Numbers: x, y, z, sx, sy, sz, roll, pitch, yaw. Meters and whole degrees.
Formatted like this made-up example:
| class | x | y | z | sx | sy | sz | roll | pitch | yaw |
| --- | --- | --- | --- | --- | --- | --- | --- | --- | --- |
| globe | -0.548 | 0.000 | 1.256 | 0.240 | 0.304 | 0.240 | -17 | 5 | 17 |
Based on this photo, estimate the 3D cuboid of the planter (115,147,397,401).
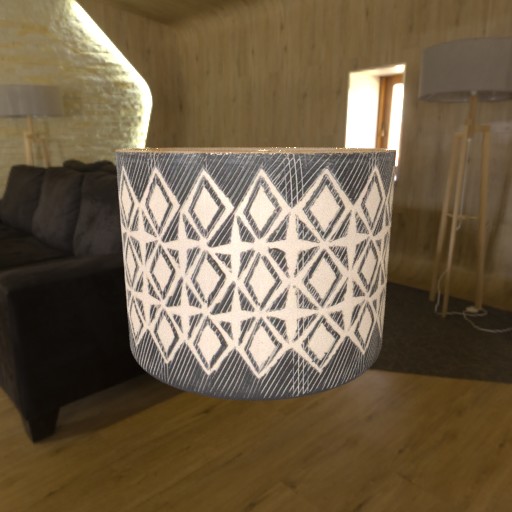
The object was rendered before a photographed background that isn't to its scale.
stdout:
| class | x | y | z | sx | sy | sz | roll | pitch | yaw |
| --- | --- | --- | --- | --- | --- | --- | --- | --- | --- |
| planter | 0.000 | 0.000 | 0.221 | 0.126 | 0.104 | 0.126 | 0 | 14 | 0 |
